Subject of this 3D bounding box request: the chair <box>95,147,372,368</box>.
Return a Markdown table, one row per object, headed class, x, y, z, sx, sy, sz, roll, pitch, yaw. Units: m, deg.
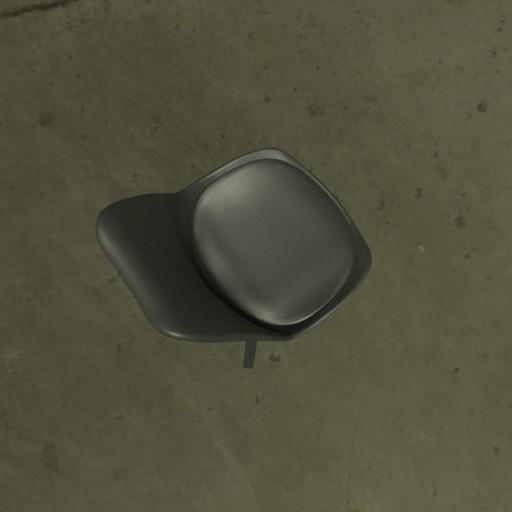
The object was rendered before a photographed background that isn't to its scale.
| class | x | y | z | sx | sy | sz | roll | pitch | yaw |
| --- | --- | --- | --- | --- | --- | --- | --- | --- | --- |
| chair | 0.000 | 0.000 | 1.192 | 0.550 | 0.850 | 0.485 | -35 | 78 | -9 |
